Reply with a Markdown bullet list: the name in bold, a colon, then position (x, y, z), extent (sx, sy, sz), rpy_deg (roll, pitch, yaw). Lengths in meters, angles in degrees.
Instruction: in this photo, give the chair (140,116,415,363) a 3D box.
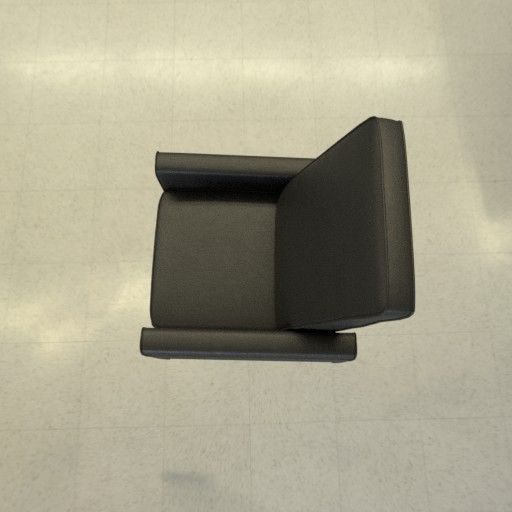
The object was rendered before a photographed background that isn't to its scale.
- **chair**: position (0.000, 0.000, 1.542), extent (0.746, 1.013, 0.705), rpy_deg (1, 76, 0)
